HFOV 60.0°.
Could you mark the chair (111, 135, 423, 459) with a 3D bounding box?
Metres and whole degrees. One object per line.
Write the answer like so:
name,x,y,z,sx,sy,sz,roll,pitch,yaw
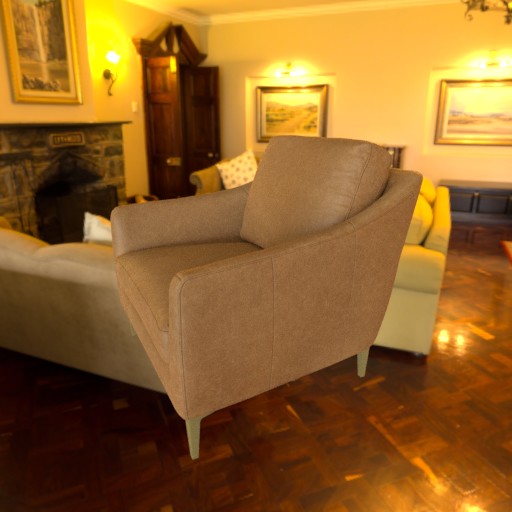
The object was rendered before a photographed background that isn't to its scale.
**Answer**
chair,0.000,0.000,1.733,0.963,0.895,0.988,-8,19,-25
